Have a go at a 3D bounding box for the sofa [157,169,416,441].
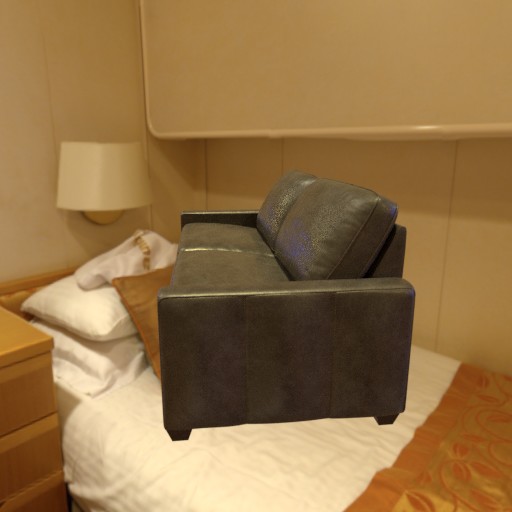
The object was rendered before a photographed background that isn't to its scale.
[{"bbox_3d":[0.000,0.000,2.560,0.939,0.916,2.081,-2,14,-7],"label":"sofa"}]
